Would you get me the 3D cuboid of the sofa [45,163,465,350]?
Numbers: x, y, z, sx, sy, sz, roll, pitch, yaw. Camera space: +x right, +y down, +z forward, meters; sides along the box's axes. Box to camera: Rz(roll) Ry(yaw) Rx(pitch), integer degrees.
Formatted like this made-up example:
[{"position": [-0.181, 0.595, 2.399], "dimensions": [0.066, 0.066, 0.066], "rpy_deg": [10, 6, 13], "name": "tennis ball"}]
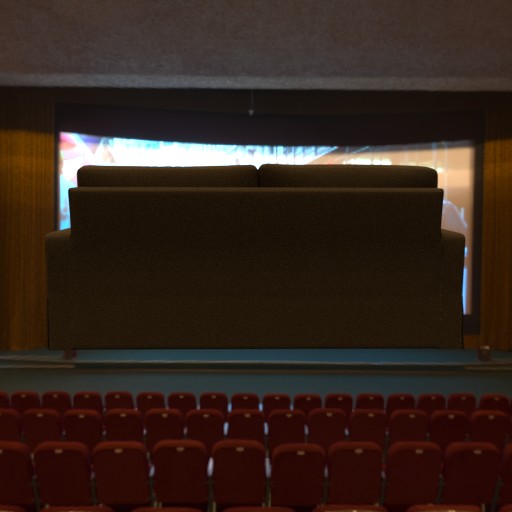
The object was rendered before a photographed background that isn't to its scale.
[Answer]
[{"position": [0.000, 0.000, 2.327], "dimensions": [1.852, 0.839, 0.898], "rpy_deg": [0, 0, -1], "name": "sofa"}]
